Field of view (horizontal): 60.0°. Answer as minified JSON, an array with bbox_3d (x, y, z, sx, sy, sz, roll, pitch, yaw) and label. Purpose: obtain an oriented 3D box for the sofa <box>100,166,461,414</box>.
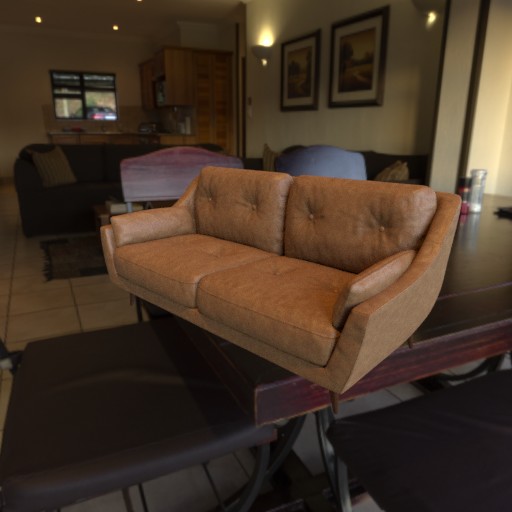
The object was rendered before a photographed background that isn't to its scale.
[{"bbox_3d":[0.000,0.000,2.401,0.904,0.839,1.902,-15,22,-43],"label":"sofa"}]
